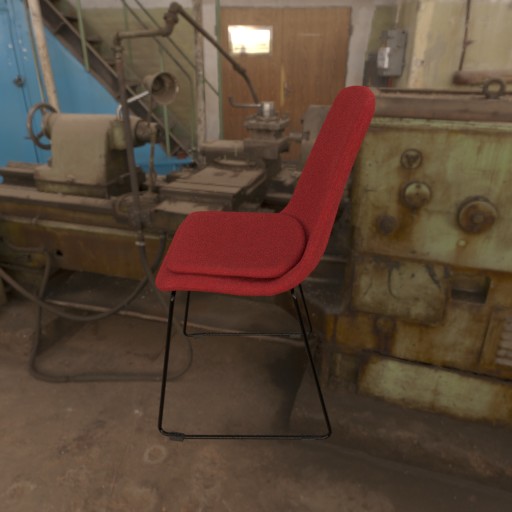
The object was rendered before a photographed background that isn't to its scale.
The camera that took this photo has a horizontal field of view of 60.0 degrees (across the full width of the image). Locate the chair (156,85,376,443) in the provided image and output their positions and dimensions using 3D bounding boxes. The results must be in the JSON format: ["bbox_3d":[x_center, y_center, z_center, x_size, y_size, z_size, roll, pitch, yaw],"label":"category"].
[{"bbox_3d":[0.000,0.000,1.196,0.518,0.858,0.479,0,25,0],"label":"chair"}]
